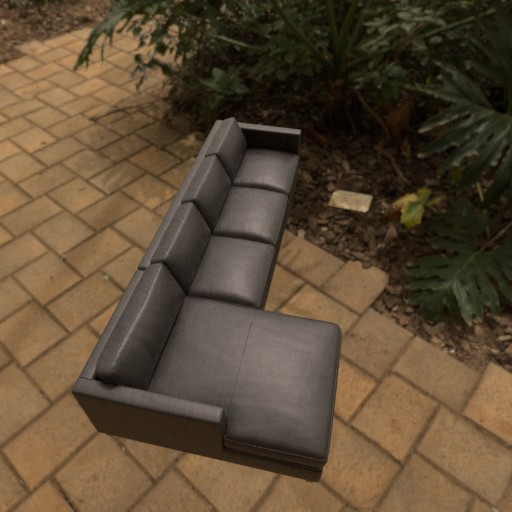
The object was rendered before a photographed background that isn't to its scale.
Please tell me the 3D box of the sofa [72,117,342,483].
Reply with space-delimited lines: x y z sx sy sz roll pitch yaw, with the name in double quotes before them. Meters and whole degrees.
"sofa" 0.000 0.000 3.814 1.581 0.883 3.203 9 48 8
